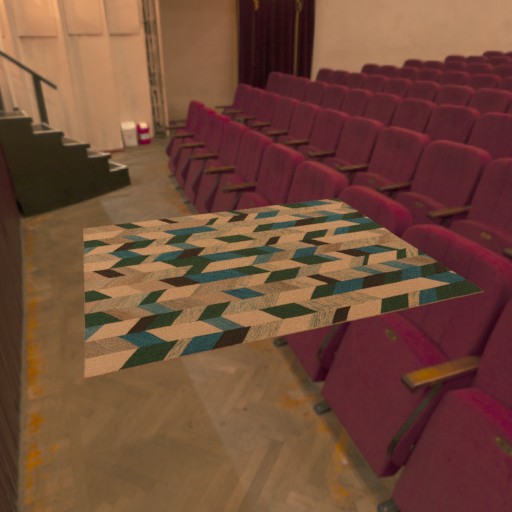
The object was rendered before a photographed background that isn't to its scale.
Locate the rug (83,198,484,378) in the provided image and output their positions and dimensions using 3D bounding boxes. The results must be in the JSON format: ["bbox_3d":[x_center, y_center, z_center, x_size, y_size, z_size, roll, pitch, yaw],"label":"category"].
[{"bbox_3d":[0.000,0.000,4.128,3.036,0.008,2.440,-9,28,-17],"label":"rug"}]
